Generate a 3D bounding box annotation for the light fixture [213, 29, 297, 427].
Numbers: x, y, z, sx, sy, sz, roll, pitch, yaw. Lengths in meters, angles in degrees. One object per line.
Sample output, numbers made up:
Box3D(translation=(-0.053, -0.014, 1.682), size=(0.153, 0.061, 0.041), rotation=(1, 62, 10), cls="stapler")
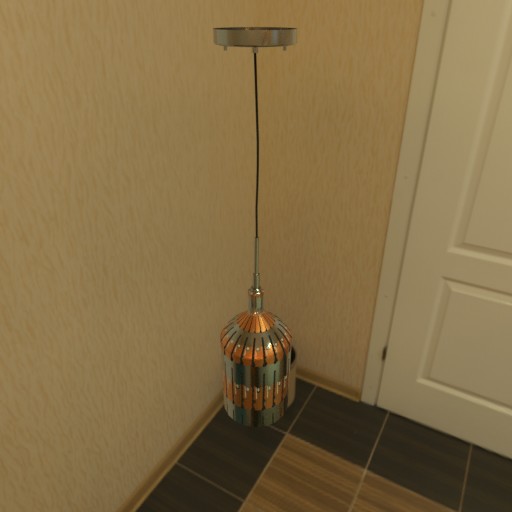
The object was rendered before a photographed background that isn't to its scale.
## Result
Box3D(translation=(0.000, 0.000, 1.680), size=(0.303, 1.535, 0.303), rotation=(0, 29, 0), cls="light fixture")
